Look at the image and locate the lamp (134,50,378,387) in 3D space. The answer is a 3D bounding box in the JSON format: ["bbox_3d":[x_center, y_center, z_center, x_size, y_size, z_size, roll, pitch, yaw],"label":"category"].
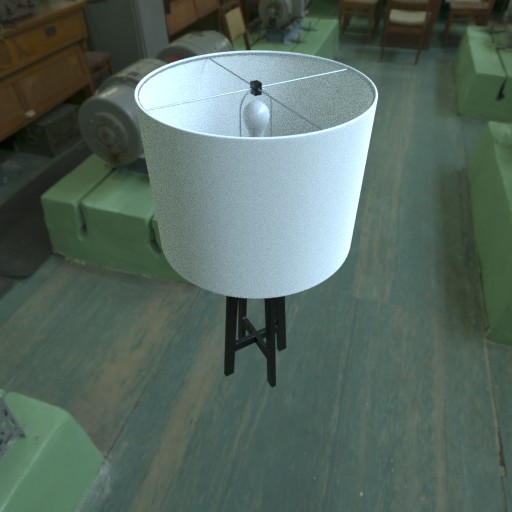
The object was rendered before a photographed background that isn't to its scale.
[{"bbox_3d":[0.000,0.000,0.634,0.257,0.489,0.257,10,41,12],"label":"lamp"}]
